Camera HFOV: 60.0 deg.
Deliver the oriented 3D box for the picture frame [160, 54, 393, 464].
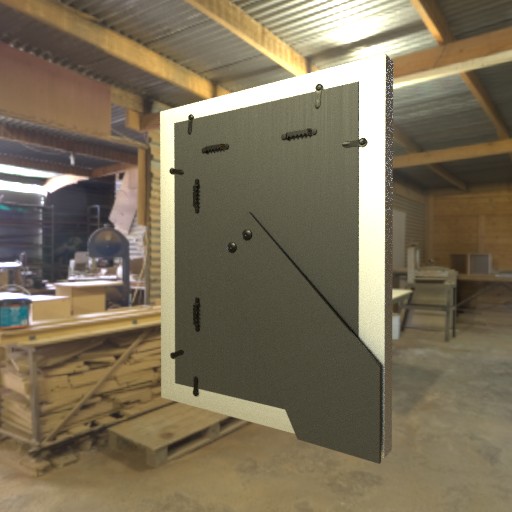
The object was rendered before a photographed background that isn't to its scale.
[{"bbox_3d":[0.000,0.000,0.514,0.307,0.386,0.036,1,1,35],"label":"picture frame"}]
